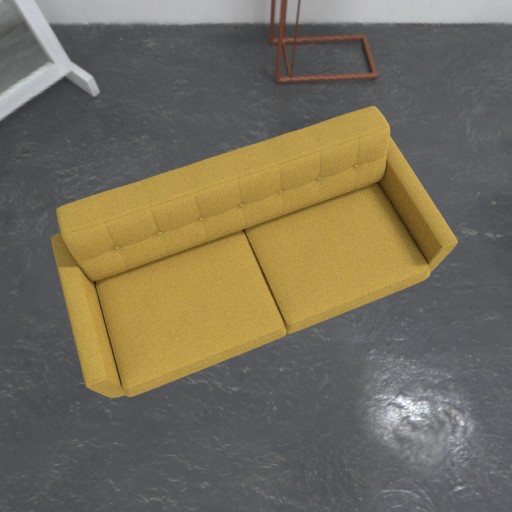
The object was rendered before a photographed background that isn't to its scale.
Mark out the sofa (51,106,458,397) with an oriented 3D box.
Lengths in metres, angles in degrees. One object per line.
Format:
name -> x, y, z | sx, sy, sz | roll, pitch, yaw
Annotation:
sofa -> 0.000, 0.000, 2.504 | 2.029, 0.841, 0.909 | -20, 67, -9
